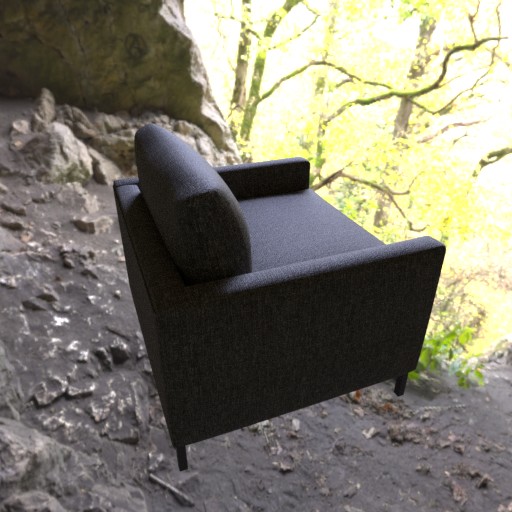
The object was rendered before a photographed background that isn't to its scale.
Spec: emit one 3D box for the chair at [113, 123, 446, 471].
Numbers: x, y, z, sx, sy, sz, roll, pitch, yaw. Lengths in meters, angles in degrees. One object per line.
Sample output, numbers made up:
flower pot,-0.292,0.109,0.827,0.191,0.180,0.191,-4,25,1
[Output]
chair,0.000,0.000,1.614,0.866,0.861,0.963,-11,31,-19
